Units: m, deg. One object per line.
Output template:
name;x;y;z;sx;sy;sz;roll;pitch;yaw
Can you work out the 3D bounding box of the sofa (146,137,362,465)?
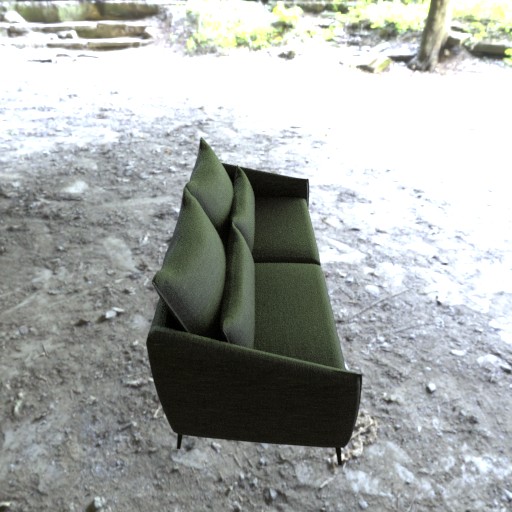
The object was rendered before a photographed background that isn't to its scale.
sofa;0.000;0.000;2.490;0.807;0.843;2.019;0;32;0
